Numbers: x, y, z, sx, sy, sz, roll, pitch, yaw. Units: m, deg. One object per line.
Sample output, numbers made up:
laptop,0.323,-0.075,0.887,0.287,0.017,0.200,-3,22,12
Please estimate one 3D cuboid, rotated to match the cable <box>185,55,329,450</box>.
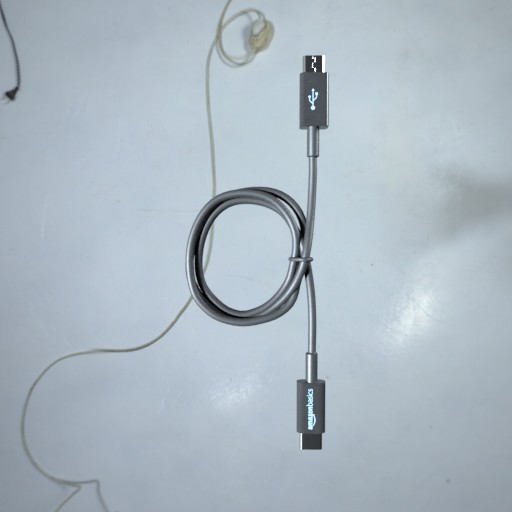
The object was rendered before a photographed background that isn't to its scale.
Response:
cable,0.000,0.000,0.214,0.070,0.014,0.192,0,92,1
